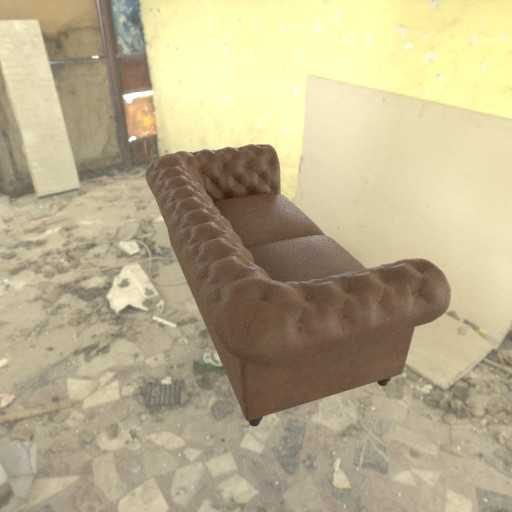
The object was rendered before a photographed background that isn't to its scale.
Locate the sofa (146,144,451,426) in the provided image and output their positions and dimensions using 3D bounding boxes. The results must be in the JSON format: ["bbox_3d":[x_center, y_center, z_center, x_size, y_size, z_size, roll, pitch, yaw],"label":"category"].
[{"bbox_3d":[0.000,0.000,2.575,0.955,0.784,2.048,-11,32,-18],"label":"sofa"}]
